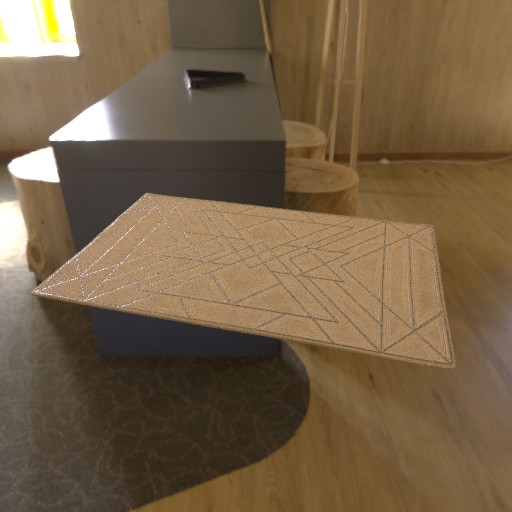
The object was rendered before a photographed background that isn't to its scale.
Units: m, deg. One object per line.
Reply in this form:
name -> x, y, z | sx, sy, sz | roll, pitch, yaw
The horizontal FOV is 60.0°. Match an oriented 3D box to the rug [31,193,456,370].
rug -> 0.000, 0.000, 3.094 | 2.459, 0.023, 1.575 | 8, 33, 13
